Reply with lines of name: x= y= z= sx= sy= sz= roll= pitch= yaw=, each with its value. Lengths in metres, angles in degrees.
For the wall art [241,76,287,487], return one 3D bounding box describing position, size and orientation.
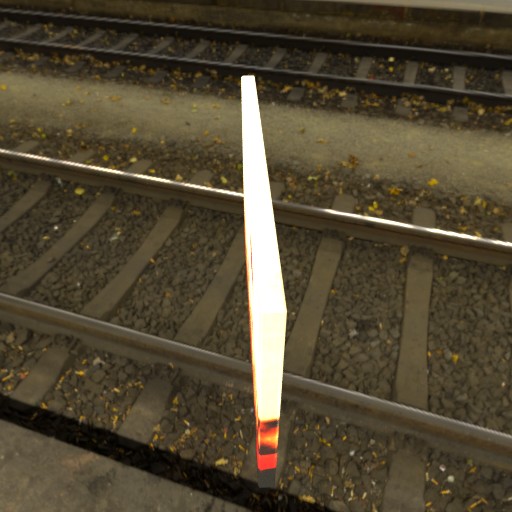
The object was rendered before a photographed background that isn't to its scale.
wall art: x=0.000 y=0.000 z=1.157 sx=0.038 sy=0.602 sz=0.918 roll=-2 pitch=41 yaw=-2
